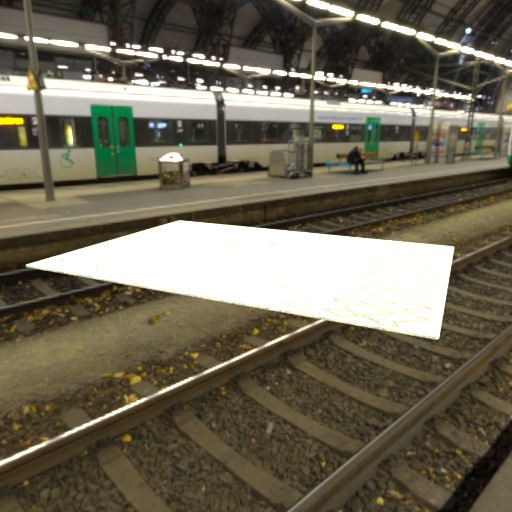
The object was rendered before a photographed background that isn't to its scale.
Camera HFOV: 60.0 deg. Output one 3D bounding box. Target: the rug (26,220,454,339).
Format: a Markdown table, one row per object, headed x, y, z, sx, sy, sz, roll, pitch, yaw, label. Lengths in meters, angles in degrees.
| x | y | z | sx | sy | sz | roll | pitch | yaw | label |
| --- | --- | --- | --- | --- | --- | --- | --- | --- | --- |
| 0.000 | 0.000 | 2.267 | 1.820 | 0.009 | 1.260 | 7 | 17 | 24 | rug |
